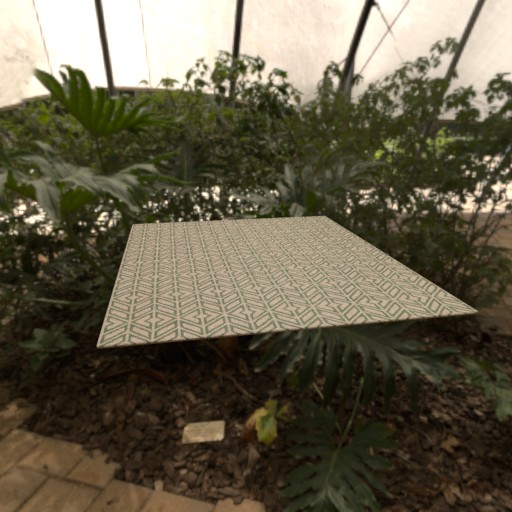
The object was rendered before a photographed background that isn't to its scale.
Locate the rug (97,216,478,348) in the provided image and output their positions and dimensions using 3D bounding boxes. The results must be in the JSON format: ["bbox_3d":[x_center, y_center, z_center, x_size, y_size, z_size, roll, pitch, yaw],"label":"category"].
[{"bbox_3d":[0.000,0.000,4.156,2.441,0.017,3.050,-3,18,-11],"label":"rug"}]
